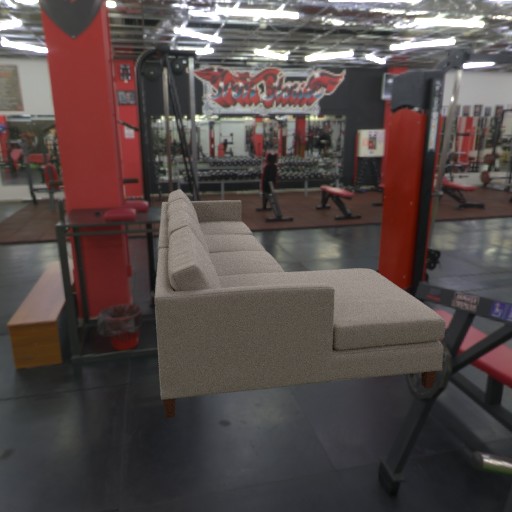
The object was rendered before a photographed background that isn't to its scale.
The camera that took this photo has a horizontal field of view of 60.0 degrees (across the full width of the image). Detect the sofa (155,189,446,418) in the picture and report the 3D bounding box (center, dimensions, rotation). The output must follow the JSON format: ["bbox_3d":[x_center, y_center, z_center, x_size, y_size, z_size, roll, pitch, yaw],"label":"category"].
[{"bbox_3d":[0.000,0.000,3.849,1.625,0.846,3.186,-3,16,-10],"label":"sofa"}]
